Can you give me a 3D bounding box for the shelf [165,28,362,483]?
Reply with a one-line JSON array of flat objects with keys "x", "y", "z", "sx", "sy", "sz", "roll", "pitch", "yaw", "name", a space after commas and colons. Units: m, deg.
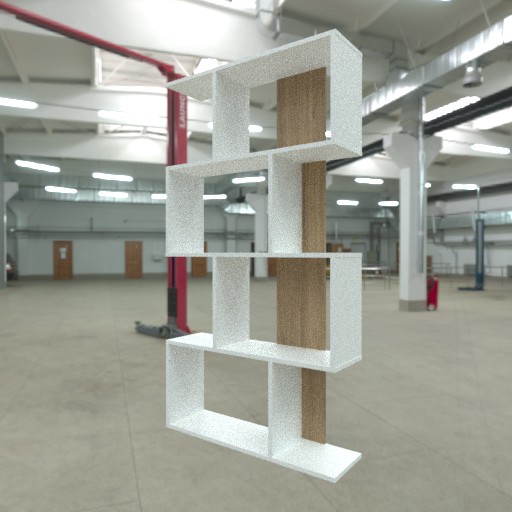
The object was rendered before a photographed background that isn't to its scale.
[{"x": 0.000, "y": 0.000, "z": 1.971, "sx": 0.890, "sy": 1.650, "sz": 0.250, "roll": 0, "pitch": 1, "yaw": 36, "name": "shelf"}]
